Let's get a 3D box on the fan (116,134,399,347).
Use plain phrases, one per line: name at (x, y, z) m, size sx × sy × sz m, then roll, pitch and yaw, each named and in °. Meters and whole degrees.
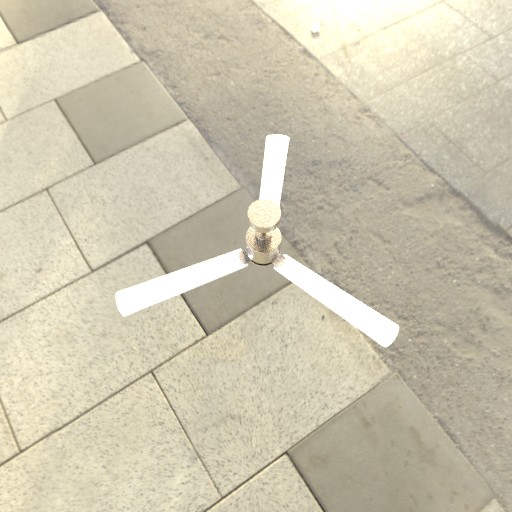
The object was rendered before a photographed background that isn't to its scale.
fan at (0.000, 0.000, 2.415) m, size 1.531 × 0.446 × 1.561 m, roll -33°, pitch 68°, yaw -15°
